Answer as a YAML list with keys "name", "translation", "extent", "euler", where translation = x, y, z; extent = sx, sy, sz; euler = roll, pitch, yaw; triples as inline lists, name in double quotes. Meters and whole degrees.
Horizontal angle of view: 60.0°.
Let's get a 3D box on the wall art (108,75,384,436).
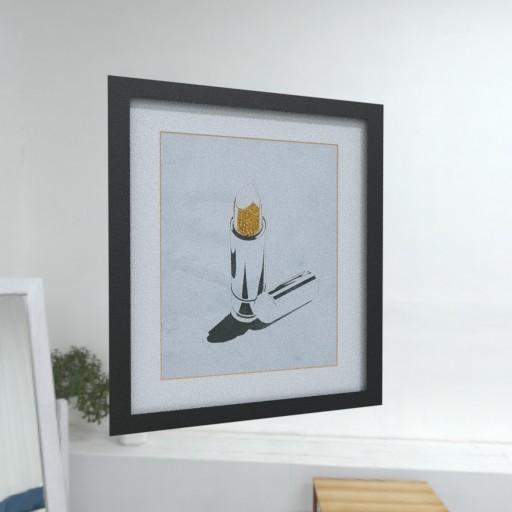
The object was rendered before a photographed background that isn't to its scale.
- name: "wall art"
  translation: [0.000, 0.000, 0.524]
  extent: [0.330, 0.381, 0.019]
  euler: [0, 1, -17]
